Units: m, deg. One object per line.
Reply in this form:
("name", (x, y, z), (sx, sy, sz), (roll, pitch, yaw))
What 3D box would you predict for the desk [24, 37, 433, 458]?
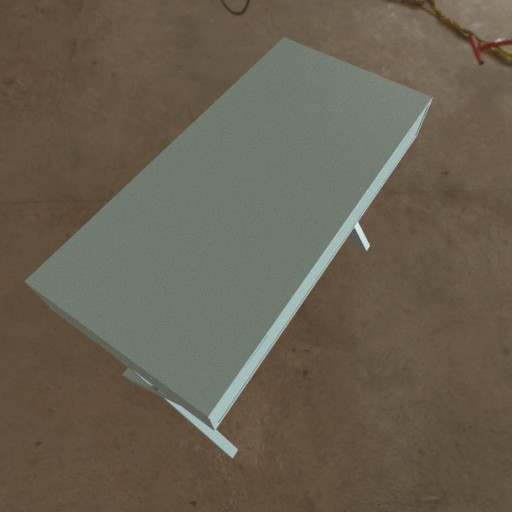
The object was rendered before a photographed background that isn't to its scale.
("desk", (0.000, 0.000, 1.452), (0.509, 0.780, 1.059), (31, 64, 17))
